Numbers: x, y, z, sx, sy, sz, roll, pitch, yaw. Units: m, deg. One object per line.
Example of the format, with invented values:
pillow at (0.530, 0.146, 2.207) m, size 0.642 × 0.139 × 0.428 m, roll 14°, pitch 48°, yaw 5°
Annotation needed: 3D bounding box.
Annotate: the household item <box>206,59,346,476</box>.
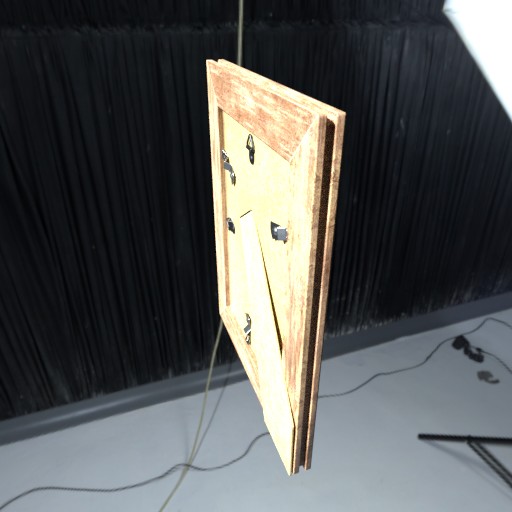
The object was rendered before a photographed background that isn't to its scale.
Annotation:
household item at (0.000, 0.000, 0.315) m, size 0.018 × 0.237 × 0.186 m, roll -10°, pitch 32°, yaw -17°
